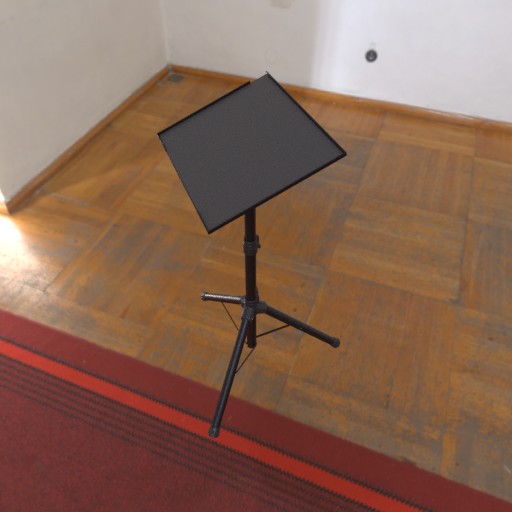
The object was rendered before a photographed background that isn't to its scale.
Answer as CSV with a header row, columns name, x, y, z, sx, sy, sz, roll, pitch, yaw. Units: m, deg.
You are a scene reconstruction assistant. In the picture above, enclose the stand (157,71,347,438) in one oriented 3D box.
name,x,y,z,sx,sy,sz,roll,pitch,yaw
stand,0.000,0.000,1.635,0.702,1.198,0.702,-18,50,-16
